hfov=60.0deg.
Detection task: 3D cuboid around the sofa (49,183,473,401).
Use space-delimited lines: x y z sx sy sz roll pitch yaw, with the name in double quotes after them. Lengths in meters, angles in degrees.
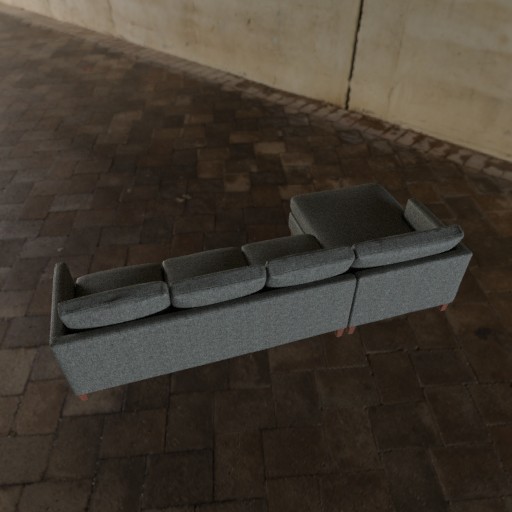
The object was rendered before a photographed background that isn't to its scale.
0.000 0.000 4.177 3.485 0.960 1.635 -11 42 -13 "sofa"
